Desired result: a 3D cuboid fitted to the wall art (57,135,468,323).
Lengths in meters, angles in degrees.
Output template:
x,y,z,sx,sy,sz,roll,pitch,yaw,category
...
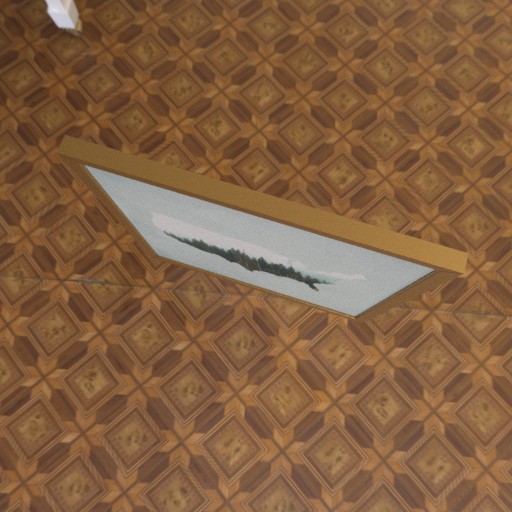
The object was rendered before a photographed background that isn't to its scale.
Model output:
x,y,z,sx,sy,sz,roll,pitch,yaw,category
0.000,0.000,1.163,0.762,0.762,0.038,17,76,4,wall art
